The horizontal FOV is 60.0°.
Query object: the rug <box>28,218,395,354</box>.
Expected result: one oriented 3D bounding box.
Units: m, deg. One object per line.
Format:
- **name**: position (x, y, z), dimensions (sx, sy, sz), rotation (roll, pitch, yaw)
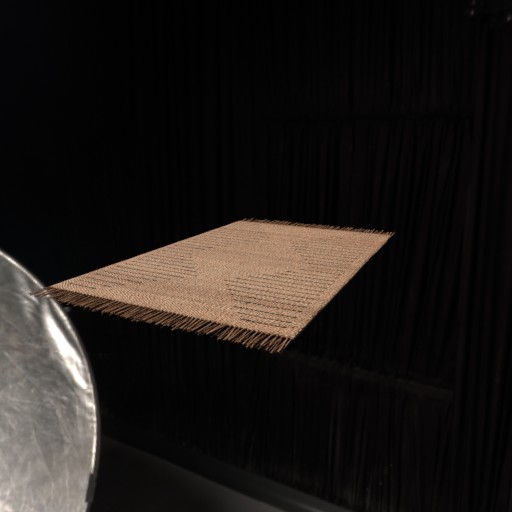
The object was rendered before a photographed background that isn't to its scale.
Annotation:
- **rug**: position (0.000, 0.000, 2.586), dimensions (1.224, 0.027, 2.085), rotation (8, 17, 26)
